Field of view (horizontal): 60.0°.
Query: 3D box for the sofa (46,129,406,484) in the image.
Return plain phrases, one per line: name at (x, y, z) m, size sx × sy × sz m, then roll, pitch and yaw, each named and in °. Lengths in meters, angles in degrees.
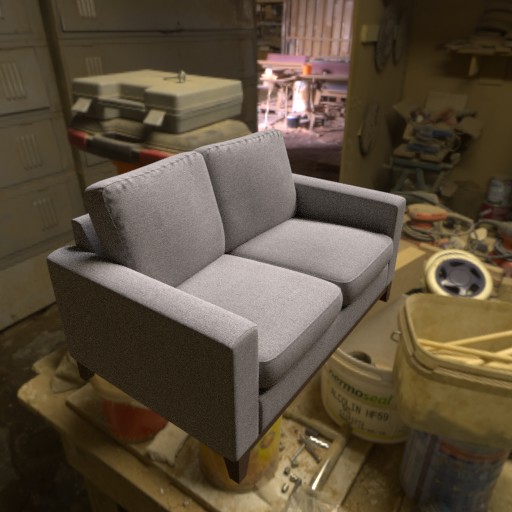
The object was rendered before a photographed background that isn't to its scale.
sofa at (0.000, 0.000, 1.987) m, size 0.917 × 0.873 × 1.420 m, roll 18°, pitch 33°, yaw 31°
